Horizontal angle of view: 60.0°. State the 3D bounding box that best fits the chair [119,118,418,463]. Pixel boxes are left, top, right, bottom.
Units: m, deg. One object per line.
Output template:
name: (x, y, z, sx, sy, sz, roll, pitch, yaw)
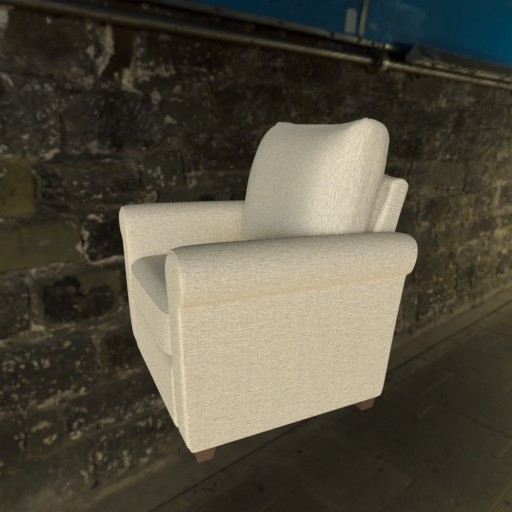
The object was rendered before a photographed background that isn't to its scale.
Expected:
chair: (0.000, 0.000, 2.289, 1.180, 1.349, 1.275, -7, 17, -24)
